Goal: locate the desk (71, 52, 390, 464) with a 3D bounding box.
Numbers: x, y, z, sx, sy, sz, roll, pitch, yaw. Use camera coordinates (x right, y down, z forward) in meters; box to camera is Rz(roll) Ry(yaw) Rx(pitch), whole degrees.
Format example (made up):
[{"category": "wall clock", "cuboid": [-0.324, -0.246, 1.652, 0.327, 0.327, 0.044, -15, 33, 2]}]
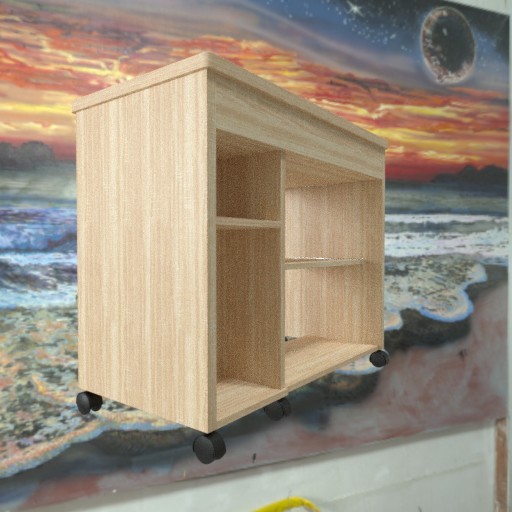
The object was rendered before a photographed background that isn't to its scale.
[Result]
[{"category": "desk", "cuboid": [0.000, 0.000, 1.304, 0.480, 0.770, 0.884, 1, 2, 38]}]
